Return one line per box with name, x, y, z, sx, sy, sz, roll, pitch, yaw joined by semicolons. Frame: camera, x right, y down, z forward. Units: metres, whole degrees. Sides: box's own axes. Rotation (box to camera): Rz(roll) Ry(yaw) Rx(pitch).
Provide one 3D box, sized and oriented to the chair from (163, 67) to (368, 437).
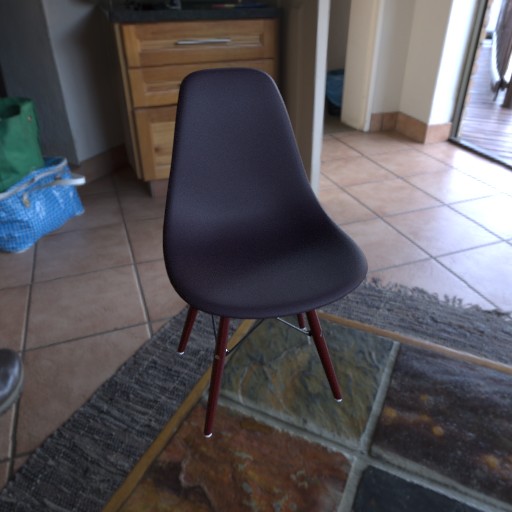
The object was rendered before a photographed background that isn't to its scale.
chair;0.000;0.000;1.141;0.470;0.826;0.533;-10;33;-15
